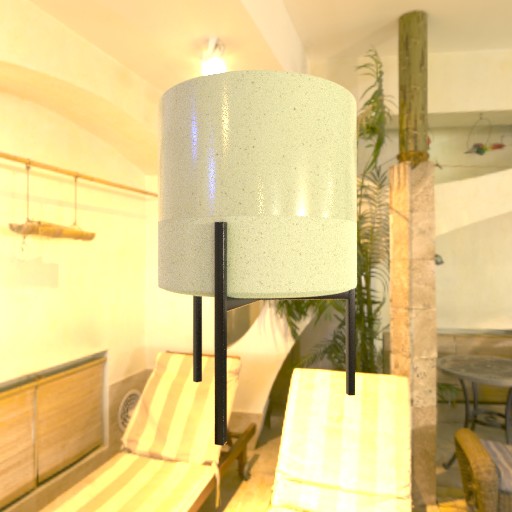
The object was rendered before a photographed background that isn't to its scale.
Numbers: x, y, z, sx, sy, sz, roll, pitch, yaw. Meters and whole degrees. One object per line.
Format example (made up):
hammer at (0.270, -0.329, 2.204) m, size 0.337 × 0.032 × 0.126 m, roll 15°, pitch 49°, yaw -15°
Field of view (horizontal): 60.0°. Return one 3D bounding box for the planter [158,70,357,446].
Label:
planter at (0.000, 0.000, 0.344) m, size 0.152 × 0.230 × 0.159 m, roll 0°, pitch 0°, yaw 16°
